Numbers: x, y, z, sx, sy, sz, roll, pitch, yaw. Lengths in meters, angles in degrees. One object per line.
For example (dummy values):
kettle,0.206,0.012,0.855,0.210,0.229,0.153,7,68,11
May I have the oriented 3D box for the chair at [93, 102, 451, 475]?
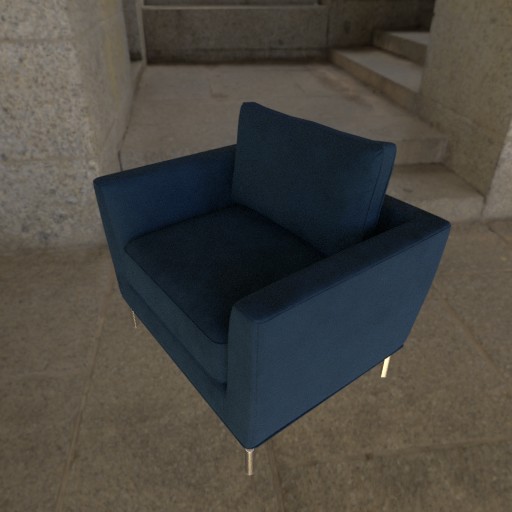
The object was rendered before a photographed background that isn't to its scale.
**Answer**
chair,0.000,0.000,1.559,0.746,0.893,0.977,-22,39,-30
